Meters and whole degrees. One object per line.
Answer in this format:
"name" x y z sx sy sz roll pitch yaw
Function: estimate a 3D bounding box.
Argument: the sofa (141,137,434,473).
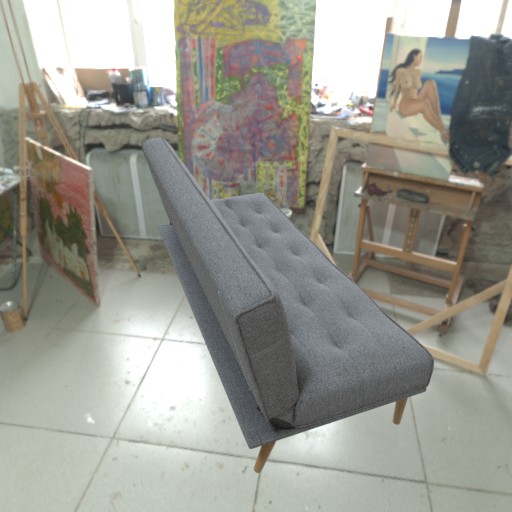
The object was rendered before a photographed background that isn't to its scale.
"sofa" 0.000 0.000 2.266 0.810 0.830 1.820 -11 32 -18
